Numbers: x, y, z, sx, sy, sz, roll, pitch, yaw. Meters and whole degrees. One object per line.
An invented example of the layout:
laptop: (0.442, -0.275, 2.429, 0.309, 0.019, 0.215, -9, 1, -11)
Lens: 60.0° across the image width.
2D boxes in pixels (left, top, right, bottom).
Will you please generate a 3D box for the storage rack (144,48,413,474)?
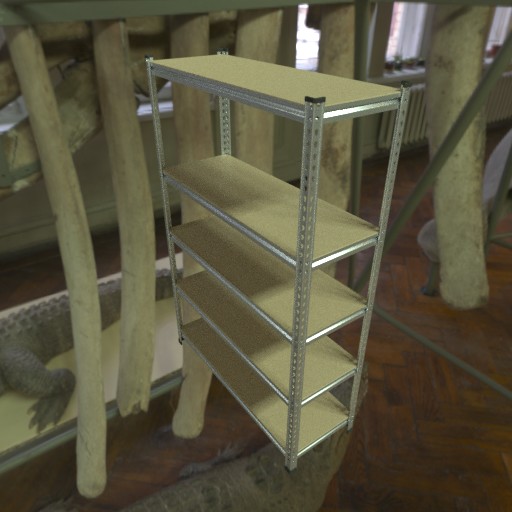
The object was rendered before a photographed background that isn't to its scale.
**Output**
storage rack: (0.000, 0.000, 2.300, 0.457, 1.829, 1.219, -21, 37, -30)
